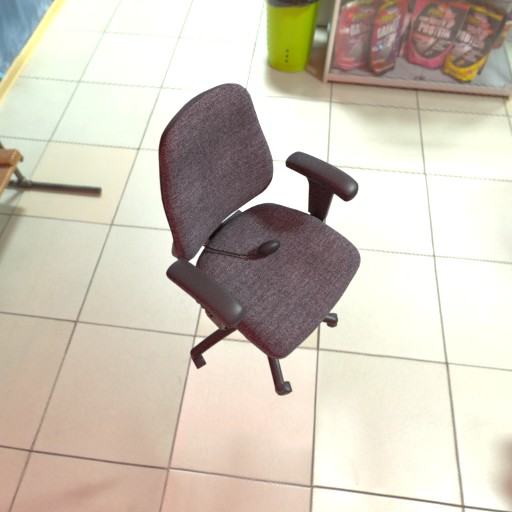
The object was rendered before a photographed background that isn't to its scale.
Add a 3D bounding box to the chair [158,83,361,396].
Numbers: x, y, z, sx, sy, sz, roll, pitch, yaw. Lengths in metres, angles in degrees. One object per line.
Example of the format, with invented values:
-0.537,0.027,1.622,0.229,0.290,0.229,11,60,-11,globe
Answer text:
0.000,0.000,1.256,0.530,0.910,0.550,35,64,20,chair
